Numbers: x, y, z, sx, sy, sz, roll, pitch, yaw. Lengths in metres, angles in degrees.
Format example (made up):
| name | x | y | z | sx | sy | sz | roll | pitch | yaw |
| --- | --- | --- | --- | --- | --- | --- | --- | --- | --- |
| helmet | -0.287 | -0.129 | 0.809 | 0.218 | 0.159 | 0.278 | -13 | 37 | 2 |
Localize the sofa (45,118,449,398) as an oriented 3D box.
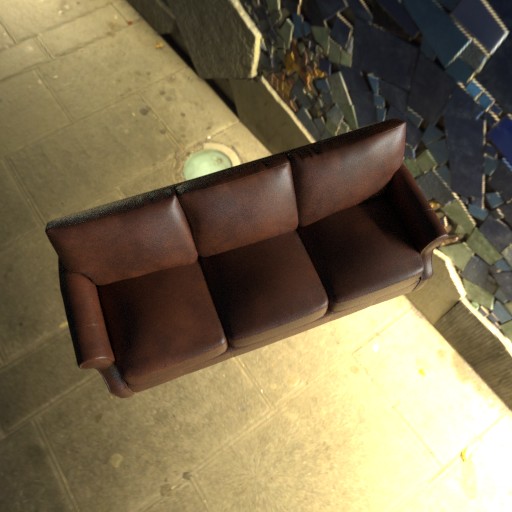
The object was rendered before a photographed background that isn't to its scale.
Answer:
| name | x | y | z | sx | sy | sz | roll | pitch | yaw |
| --- | --- | --- | --- | --- | --- | --- | --- | --- | --- |
| sofa | 0.000 | 0.000 | 2.824 | 2.351 | 0.977 | 0.973 | -18 | 65 | -9 |
